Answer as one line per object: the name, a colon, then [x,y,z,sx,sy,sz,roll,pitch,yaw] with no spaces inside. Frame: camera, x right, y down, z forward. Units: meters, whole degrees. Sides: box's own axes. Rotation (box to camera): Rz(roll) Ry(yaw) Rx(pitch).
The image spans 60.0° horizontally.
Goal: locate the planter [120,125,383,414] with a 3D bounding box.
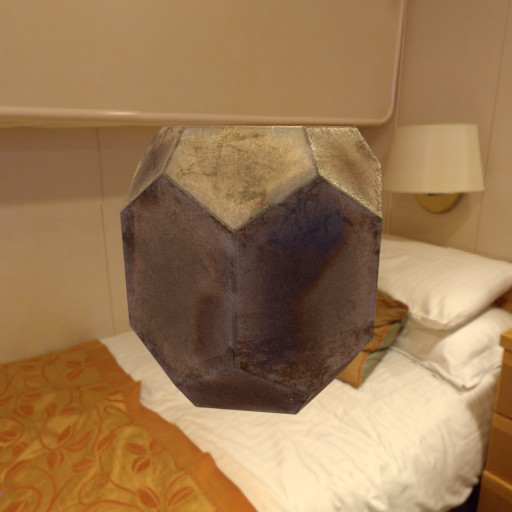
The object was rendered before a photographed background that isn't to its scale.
planter: [0.000,0.000,0.424,0.221,0.238,0.243,2,16,7]
